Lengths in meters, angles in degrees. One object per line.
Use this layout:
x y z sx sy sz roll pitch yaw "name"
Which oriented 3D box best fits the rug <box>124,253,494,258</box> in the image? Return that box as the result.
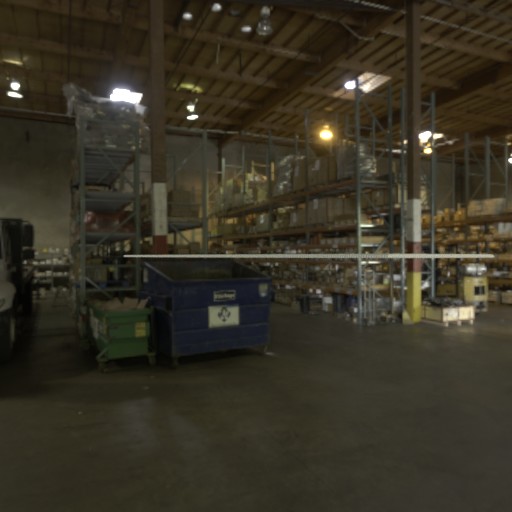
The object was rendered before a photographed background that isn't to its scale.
0.000 0.000 2.479 0.678 0.014 2.276 0 0 -37 "rug"
